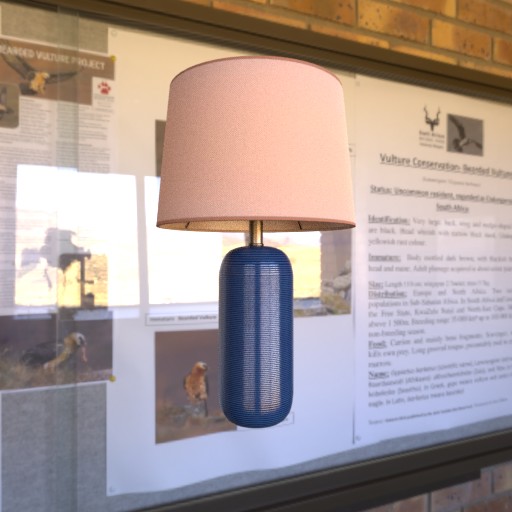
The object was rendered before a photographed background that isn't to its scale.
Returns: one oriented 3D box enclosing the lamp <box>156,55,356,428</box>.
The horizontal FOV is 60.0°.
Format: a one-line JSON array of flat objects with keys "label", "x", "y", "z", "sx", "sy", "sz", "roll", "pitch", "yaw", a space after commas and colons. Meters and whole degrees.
[{"label": "lamp", "x": 0.000, "y": 0.000, "z": 0.833, "sx": 0.367, "sy": 0.609, "sz": 0.367, "roll": 0, "pitch": 0, "yaw": 0}]
